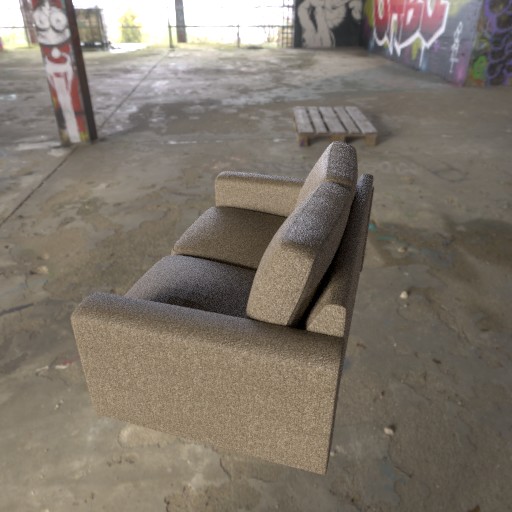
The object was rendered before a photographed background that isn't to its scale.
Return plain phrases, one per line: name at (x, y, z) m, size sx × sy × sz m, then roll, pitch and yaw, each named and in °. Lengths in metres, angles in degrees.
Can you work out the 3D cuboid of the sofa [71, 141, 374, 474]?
sofa at (0.000, 0.000, 2.204) m, size 1.016 × 0.873 × 1.616 m, roll 9°, pitch 31°, yaw 14°
